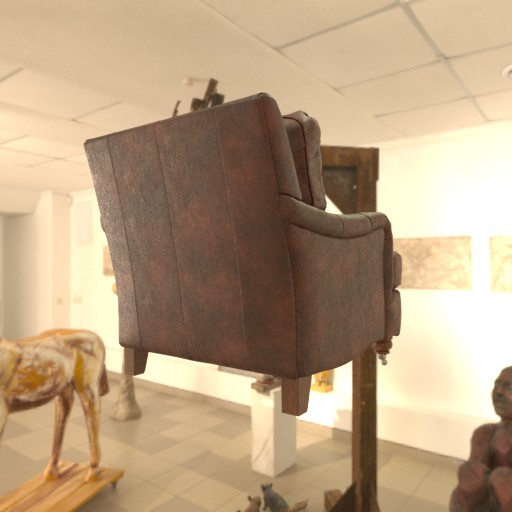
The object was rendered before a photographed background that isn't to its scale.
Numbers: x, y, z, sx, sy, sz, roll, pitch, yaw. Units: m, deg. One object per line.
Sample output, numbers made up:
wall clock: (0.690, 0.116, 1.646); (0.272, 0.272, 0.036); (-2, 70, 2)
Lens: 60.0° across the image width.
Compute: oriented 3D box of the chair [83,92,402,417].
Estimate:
chair: (0.000, 0.000, 1.966); (0.987, 1.051, 1.156); (0, 0, 36)
